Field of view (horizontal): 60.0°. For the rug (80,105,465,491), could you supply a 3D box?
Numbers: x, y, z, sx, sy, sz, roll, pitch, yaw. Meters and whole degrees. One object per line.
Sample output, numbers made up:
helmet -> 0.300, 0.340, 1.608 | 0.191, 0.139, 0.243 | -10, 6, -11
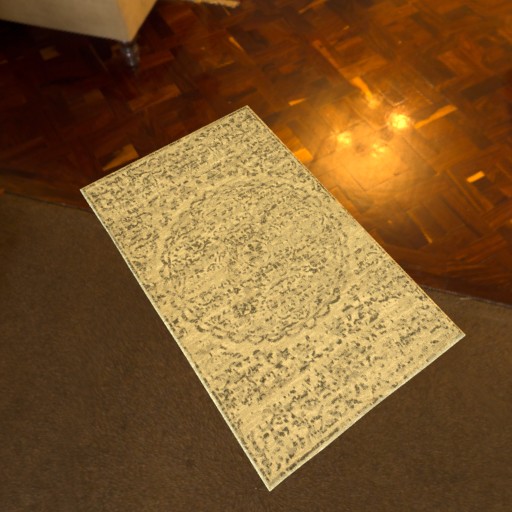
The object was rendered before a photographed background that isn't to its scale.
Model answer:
rug -> 0.000, 0.000, 3.071 | 1.527, 0.021, 2.447 | -32, 67, -15
